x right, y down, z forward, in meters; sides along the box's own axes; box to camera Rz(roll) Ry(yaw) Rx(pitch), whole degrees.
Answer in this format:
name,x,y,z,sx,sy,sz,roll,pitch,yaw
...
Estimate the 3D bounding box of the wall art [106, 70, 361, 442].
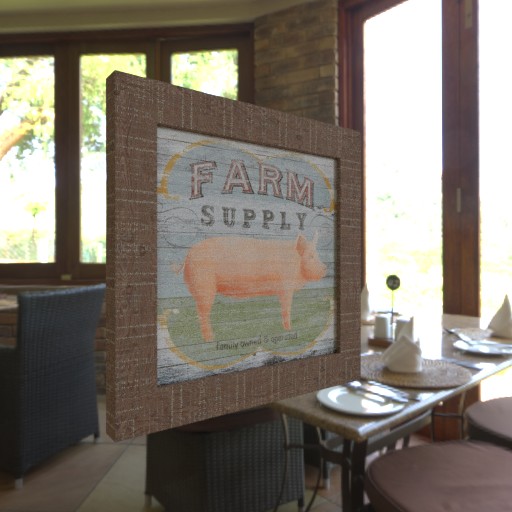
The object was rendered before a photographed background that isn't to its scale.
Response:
name,x,y,z,sx,sy,sz,roll,pitch,yaw
wall art,0.000,0.000,0.806,0.531,0.531,0.040,0,0,-37
